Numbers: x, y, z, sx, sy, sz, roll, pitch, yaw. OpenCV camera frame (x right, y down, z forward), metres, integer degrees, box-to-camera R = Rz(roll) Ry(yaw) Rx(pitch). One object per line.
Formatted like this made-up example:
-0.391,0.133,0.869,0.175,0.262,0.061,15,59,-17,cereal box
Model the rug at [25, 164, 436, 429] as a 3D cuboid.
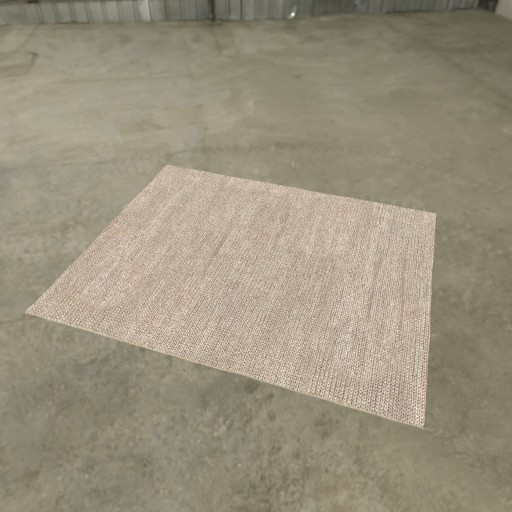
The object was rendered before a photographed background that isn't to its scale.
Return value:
0.000,0.000,3.998,3.052,0.030,2.429,13,43,14,rug
